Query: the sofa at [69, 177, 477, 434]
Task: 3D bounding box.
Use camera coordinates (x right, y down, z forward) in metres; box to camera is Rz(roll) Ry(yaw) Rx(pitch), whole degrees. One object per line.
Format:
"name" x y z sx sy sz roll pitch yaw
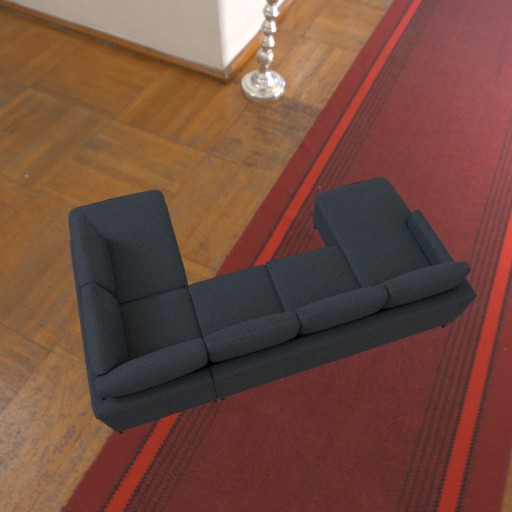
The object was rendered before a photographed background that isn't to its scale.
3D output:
"sofa" 0.000 0.000 3.810 2.975 0.858 1.984 -16 59 -10
